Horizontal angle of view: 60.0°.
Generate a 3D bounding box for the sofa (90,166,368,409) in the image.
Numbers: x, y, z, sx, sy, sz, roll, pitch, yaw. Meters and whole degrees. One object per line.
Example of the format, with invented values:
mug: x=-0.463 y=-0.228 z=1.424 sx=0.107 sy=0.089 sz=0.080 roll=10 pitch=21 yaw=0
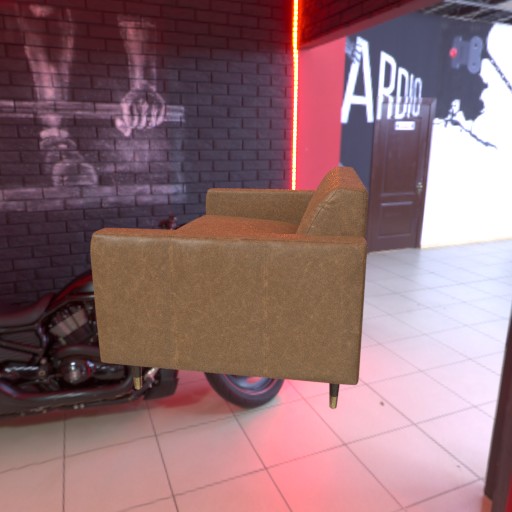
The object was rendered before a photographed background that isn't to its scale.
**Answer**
sofa: x=0.000 y=0.000 z=2.205 sx=0.960 sy=0.820 sz=1.549 roll=3 pitch=15 yaw=10
